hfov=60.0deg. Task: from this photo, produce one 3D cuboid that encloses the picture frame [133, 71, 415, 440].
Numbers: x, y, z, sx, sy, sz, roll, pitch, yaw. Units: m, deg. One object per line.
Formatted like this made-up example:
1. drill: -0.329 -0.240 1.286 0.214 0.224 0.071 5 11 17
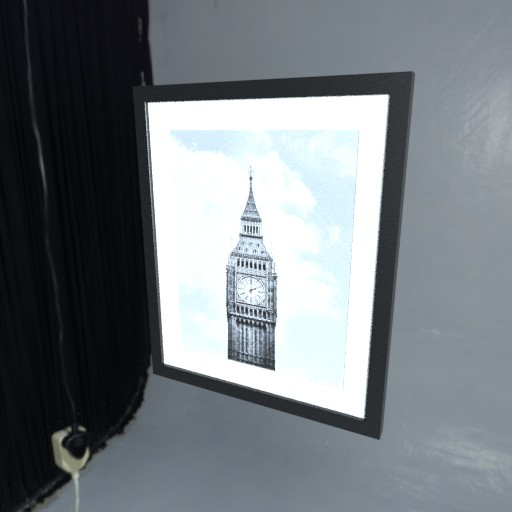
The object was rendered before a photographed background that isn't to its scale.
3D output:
1. picture frame: 0.000 0.000 0.753 0.460 0.556 0.028 8 17 25
